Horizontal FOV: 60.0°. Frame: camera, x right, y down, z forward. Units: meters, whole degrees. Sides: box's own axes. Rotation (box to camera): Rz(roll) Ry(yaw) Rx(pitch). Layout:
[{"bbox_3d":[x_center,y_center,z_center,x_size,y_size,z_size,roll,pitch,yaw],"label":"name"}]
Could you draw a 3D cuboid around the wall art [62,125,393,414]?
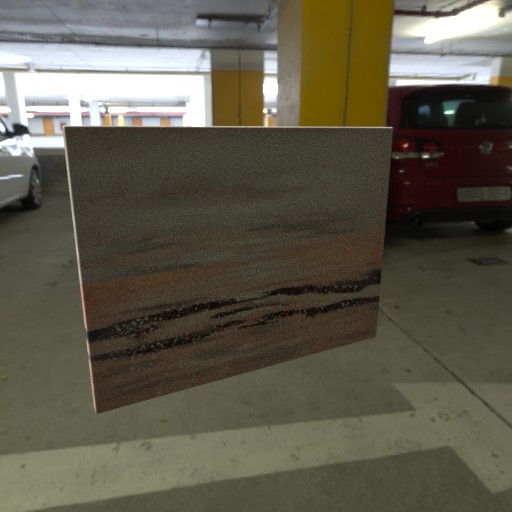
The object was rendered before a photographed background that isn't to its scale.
[{"bbox_3d":[0.000,0.000,1.360,1.015,0.763,0.038,-8,18,-27],"label":"wall art"}]
